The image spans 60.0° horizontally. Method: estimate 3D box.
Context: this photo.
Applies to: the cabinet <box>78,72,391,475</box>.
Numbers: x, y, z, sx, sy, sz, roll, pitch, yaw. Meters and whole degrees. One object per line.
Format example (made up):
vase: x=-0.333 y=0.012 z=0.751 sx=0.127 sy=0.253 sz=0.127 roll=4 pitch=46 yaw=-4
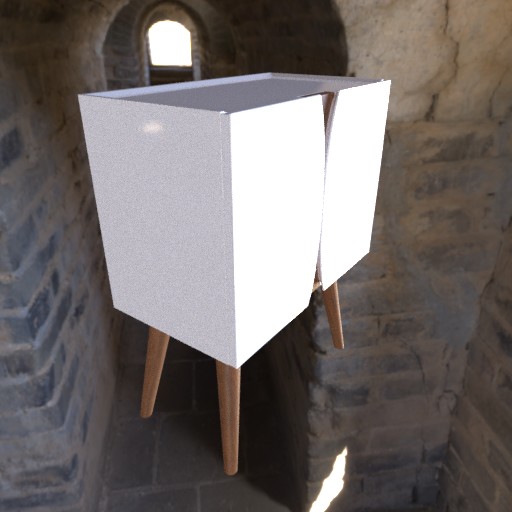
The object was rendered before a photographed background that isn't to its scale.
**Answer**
cabinet: x=0.000 y=0.000 z=1.071 sx=0.344 sy=0.772 sz=0.591 roll=18 pitch=32 yaw=32
